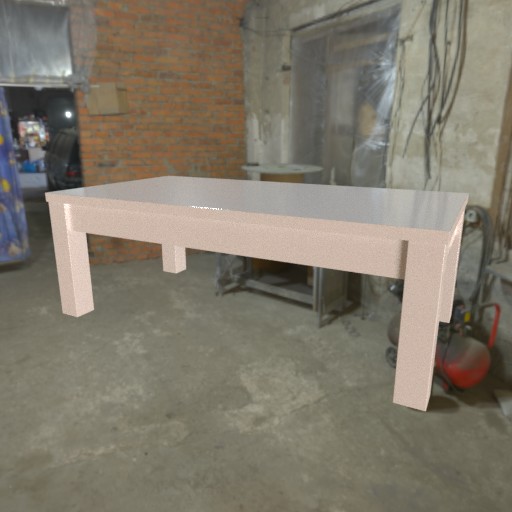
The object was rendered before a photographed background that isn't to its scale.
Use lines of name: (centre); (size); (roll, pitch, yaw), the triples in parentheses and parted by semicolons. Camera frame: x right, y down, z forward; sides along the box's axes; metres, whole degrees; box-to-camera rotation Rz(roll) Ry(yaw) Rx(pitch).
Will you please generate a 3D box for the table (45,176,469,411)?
table: (0.000, 0.000, 1.654); (1.350, 0.470, 0.700); (8, 18, 27)
